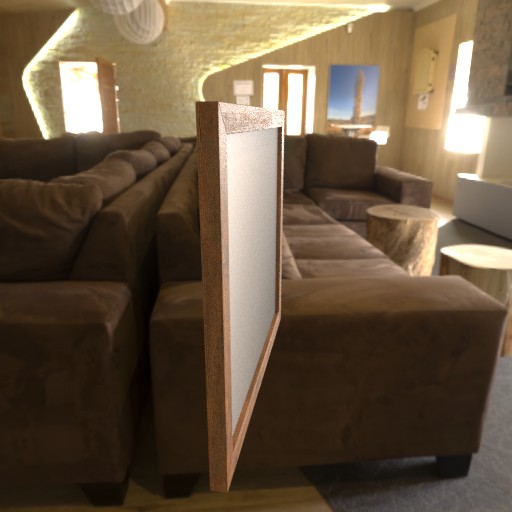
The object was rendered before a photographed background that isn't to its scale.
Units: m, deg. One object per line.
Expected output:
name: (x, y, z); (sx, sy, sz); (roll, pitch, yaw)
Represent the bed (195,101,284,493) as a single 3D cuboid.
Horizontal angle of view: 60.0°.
bed: (0.000, 0.000, 1.482); (0.046, 0.942, 1.046); (3, 18, 10)
